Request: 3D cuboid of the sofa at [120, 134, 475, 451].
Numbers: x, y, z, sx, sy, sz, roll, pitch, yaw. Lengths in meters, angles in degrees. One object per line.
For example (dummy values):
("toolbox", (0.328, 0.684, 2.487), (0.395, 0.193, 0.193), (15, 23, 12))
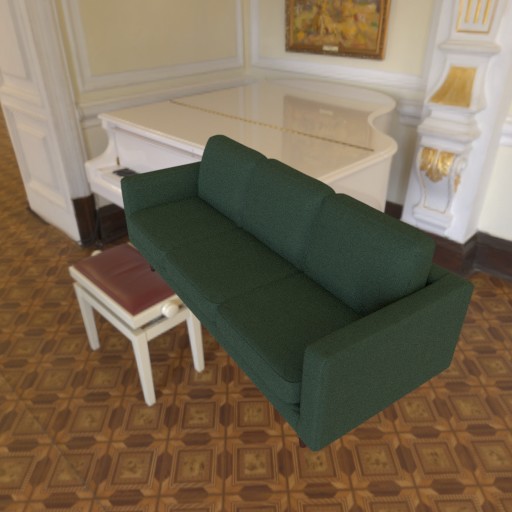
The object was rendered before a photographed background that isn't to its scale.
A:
("sofa", (0.000, 0.000, 2.498), (0.879, 0.899, 2.029), (-19, 36, -28))
